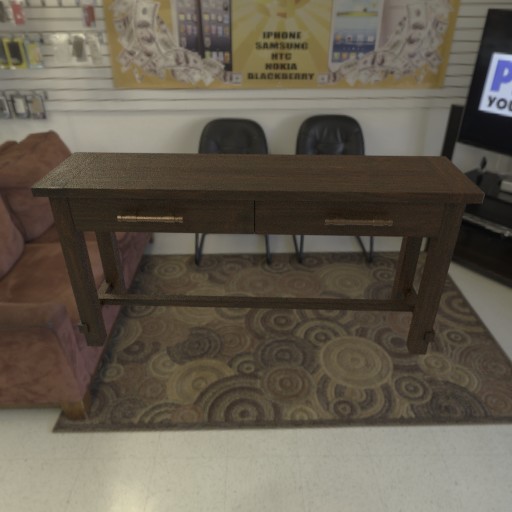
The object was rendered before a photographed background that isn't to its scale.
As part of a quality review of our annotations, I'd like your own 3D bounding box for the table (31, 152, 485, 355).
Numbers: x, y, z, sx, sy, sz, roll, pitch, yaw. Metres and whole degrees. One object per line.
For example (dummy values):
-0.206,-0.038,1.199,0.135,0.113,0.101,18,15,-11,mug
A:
0.000,0.000,1.912,1.599,0.762,0.442,1,31,2,table
